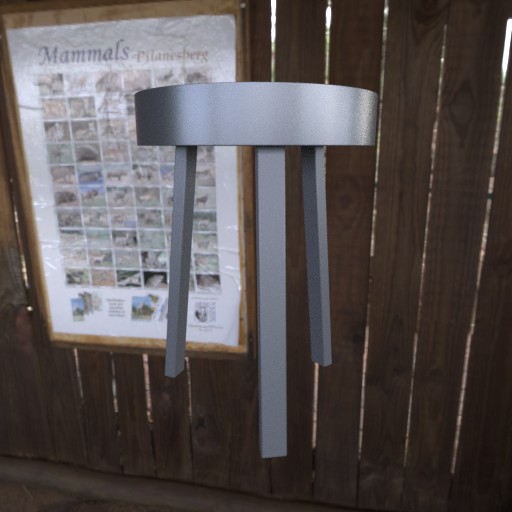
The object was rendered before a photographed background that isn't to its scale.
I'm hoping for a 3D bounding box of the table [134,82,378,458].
[{"bbox_3d":[0.000,0.000,0.831,0.406,0.559,0.406,0,14,0],"label":"table"}]
